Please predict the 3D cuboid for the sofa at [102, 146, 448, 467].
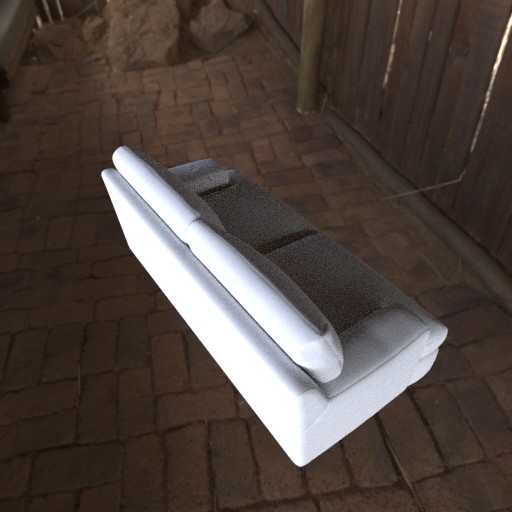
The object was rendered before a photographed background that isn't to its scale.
[{"bbox_3d":[0.000,0.000,2.857,1.143,0.940,2.261,-25,47,-26],"label":"sofa"}]
